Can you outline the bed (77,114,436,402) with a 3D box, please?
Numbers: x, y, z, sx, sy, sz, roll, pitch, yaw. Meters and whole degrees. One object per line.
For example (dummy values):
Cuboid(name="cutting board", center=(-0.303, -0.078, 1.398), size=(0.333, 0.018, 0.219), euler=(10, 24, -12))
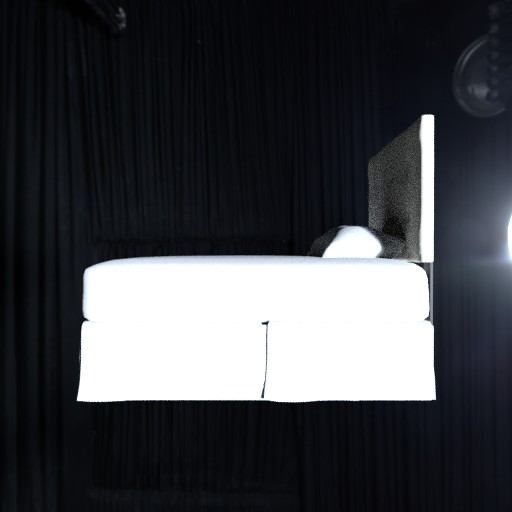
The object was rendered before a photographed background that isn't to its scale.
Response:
Cuboid(name="bed", center=(0.000, 0.000, 3.000), size=(1.997, 1.571, 1.261), euler=(0, 0, 0))
